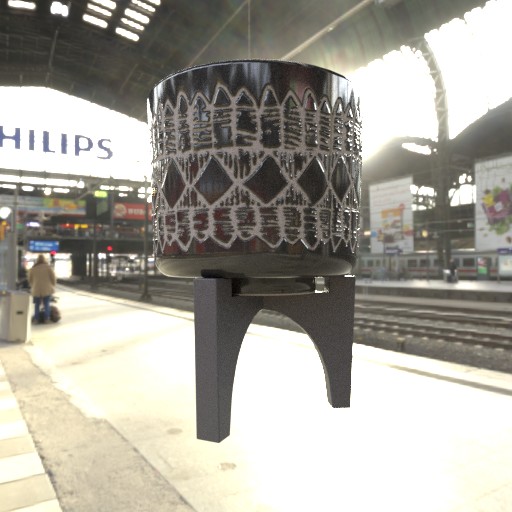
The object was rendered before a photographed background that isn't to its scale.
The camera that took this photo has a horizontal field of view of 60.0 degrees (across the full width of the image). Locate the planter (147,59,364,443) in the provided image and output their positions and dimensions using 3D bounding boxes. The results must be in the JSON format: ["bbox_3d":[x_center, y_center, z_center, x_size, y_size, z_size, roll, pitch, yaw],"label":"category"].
[{"bbox_3d":[0.000,0.000,0.522,0.251,0.355,0.251,1,-2,-35],"label":"planter"}]
